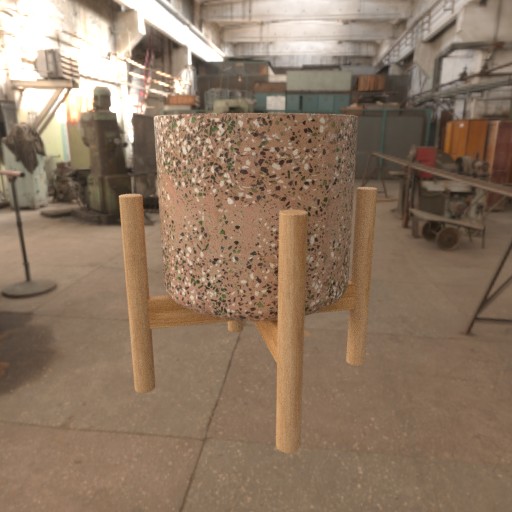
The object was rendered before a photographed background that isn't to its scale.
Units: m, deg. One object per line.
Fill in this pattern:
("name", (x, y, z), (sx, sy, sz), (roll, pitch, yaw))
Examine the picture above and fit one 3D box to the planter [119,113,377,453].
("planter", (0.000, 0.000, 0.536), (0.284, 0.320, 0.284), (2, 16, 9))
